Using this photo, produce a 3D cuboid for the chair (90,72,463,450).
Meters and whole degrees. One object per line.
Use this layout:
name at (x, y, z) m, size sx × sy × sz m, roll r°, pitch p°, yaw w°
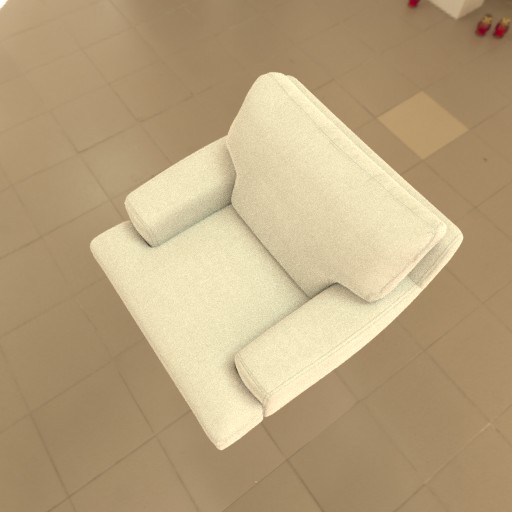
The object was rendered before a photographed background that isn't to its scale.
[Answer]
chair at (0.000, 0.000, 1.944) m, size 1.158 × 0.930 × 1.140 m, roll -33°, pitch 68°, yaw -16°
